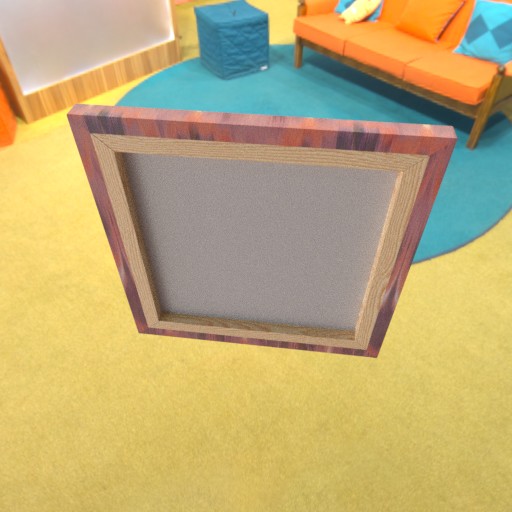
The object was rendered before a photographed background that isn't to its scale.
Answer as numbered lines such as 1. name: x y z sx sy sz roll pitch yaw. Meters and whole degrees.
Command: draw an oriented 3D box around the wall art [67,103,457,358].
1. wall art: 0.000 0.000 0.908 0.603 0.609 0.037 5 46 5
